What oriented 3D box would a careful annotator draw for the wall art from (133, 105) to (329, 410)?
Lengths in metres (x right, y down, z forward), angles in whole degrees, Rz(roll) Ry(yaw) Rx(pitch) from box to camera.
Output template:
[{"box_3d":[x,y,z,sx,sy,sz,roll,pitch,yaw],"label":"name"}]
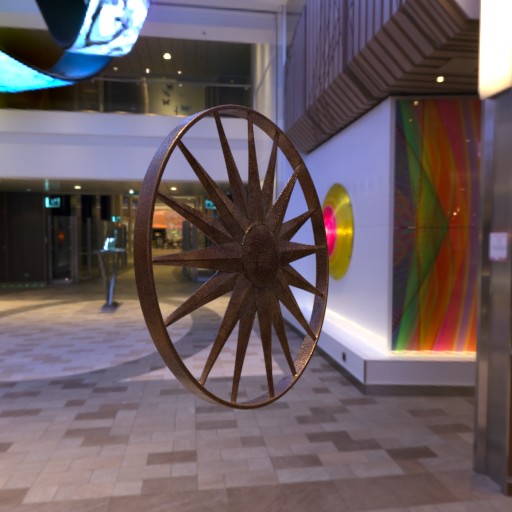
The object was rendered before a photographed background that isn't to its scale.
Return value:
[{"box_3d":[0.000,0.000,0.885,0.084,0.583,0.582,2,3,35],"label":"wall art"}]
